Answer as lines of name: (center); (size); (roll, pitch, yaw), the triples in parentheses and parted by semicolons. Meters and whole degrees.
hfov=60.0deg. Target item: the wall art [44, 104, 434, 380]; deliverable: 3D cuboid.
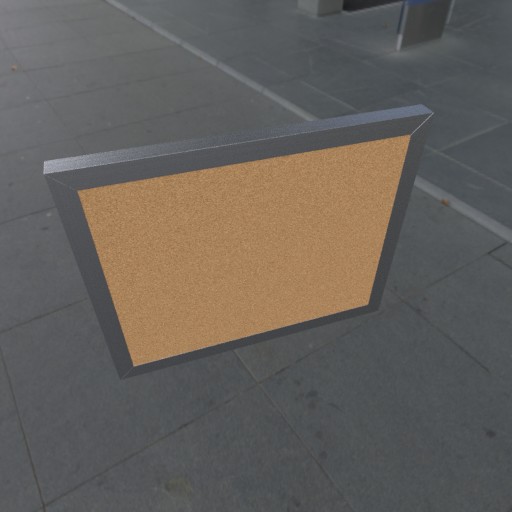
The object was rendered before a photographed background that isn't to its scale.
wall art: (0.000, 0.000, 0.771); (0.557, 0.456, 0.032); (-12, 44, -13)
